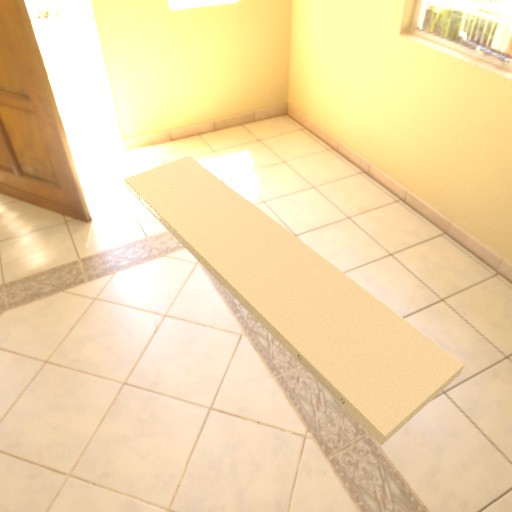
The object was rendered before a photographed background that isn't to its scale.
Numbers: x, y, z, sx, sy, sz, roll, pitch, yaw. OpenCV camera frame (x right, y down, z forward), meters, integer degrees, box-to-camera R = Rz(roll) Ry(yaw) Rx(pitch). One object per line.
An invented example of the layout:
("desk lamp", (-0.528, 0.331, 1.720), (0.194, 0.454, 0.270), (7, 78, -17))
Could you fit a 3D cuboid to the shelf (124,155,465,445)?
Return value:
("shelf", (0.000, 0.000, 0.666), (0.140, 0.020, 0.610), (-27, 49, -27))
